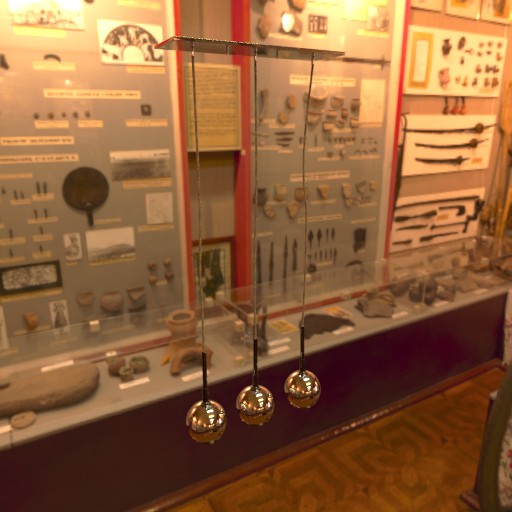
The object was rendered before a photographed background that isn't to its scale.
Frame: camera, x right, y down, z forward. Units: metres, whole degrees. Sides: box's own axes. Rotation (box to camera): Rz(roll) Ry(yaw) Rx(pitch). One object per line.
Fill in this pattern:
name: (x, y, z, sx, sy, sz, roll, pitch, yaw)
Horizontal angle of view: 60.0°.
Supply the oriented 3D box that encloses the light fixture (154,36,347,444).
light fixture: (0.000, 0.000, 1.649, 0.623, 1.408, 0.188, -9, 19, -27)
